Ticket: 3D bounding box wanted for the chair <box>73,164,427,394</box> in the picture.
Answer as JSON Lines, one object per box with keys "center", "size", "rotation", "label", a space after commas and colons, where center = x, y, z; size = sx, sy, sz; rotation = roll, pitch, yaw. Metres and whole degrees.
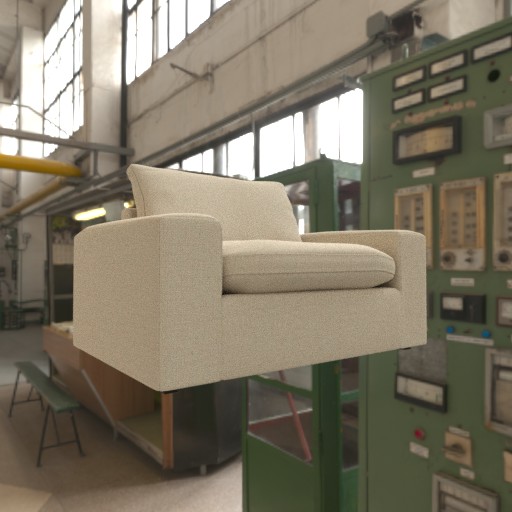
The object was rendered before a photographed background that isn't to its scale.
{"center": [0.000, 0.000, 2.107], "size": [1.398, 0.915, 1.039], "rotation": [1, -2, -36], "label": "chair"}
